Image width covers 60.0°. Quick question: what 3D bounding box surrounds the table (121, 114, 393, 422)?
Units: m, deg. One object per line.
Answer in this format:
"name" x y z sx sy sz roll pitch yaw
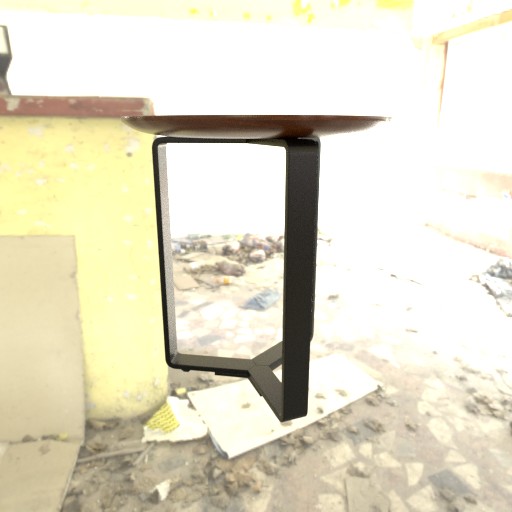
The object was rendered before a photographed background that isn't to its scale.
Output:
"table" 0.000 0.000 0.755 0.410 0.450 0.380 3 16 9
